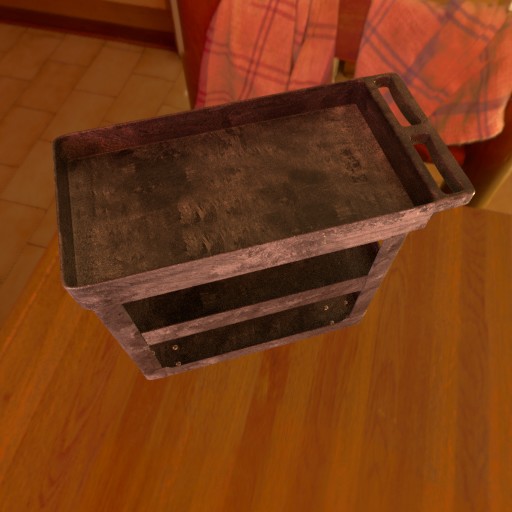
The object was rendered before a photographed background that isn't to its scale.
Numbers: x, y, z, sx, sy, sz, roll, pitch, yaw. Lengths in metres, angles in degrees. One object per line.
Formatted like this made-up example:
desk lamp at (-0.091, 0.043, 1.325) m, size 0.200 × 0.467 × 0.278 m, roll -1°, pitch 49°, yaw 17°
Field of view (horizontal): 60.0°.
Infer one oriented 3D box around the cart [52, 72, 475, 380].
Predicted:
cart at (0.000, 0.000, 1.346) m, size 0.877 × 0.824 × 0.420 m, roll -14°, pitch 61°, yaw -8°
